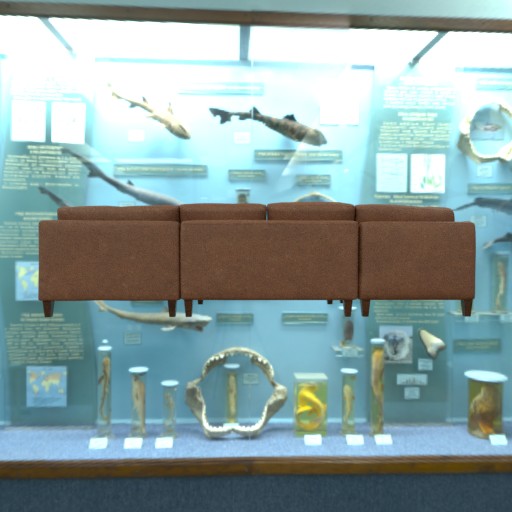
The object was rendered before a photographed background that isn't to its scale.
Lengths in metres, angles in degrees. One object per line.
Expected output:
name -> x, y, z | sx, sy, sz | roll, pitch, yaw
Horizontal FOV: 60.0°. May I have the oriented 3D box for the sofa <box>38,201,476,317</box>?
sofa -> 0.000, 0.000, 4.717 | 3.460, 0.923, 2.593 | 0, 1, -1
